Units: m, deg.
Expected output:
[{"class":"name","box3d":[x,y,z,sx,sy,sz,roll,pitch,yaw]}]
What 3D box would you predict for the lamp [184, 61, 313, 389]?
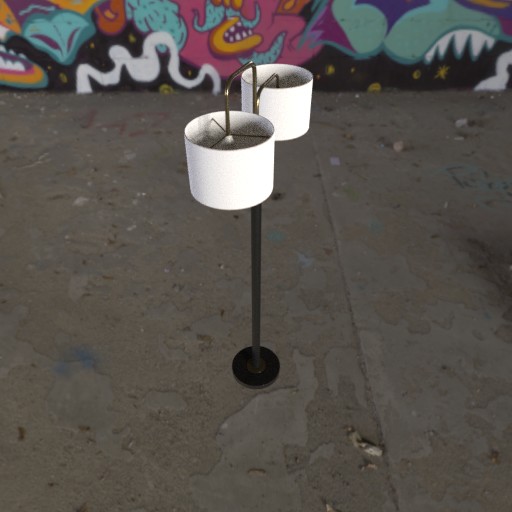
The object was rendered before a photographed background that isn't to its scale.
[{"class":"lamp","box3d":[0.000,0.000,1.841,0.254,1.587,0.711,13,43,14]}]
